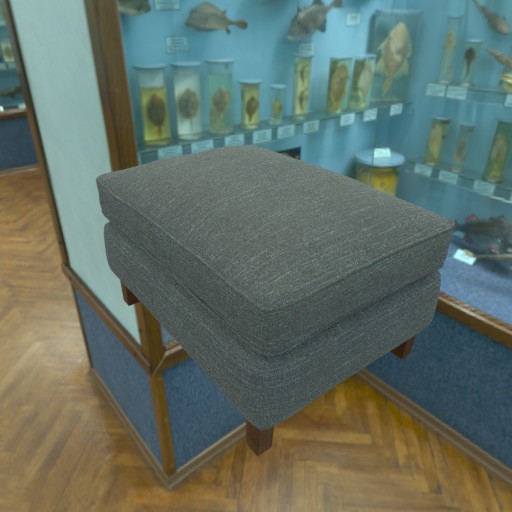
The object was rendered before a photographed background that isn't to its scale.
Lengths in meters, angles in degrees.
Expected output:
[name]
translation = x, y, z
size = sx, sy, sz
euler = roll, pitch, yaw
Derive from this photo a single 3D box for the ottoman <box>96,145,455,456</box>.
[ottoman]
translation = 0.000, 0.000, 1.014
size = 0.508, 0.406, 0.686
euler = -20, 35, -32
